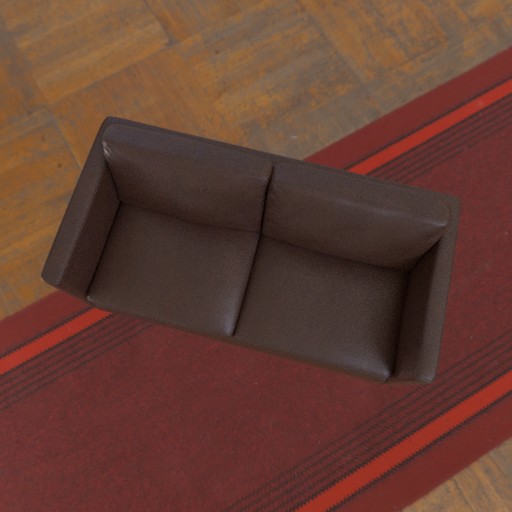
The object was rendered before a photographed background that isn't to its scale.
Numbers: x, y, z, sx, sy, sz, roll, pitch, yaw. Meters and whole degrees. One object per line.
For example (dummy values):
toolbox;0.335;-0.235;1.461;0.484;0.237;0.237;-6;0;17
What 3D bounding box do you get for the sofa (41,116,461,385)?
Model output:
sofa;0.000;0.000;2.400;1.883;0.933;0.951;14;74;4
